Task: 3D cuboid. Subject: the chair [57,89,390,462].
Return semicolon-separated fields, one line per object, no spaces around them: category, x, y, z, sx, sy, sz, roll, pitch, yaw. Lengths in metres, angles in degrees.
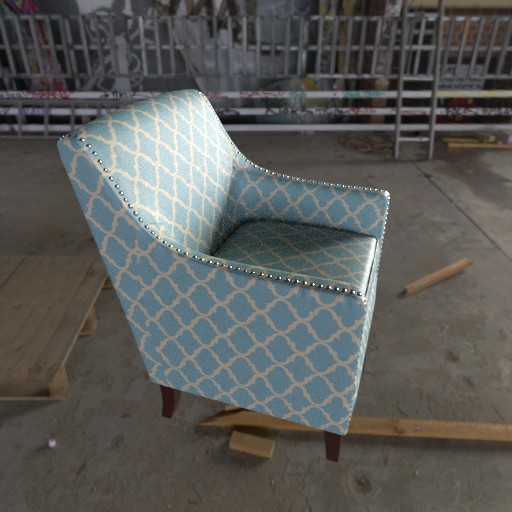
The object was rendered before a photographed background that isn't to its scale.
chair;0.000;0.000;1.275;0.686;0.817;0.617;10;32;16
